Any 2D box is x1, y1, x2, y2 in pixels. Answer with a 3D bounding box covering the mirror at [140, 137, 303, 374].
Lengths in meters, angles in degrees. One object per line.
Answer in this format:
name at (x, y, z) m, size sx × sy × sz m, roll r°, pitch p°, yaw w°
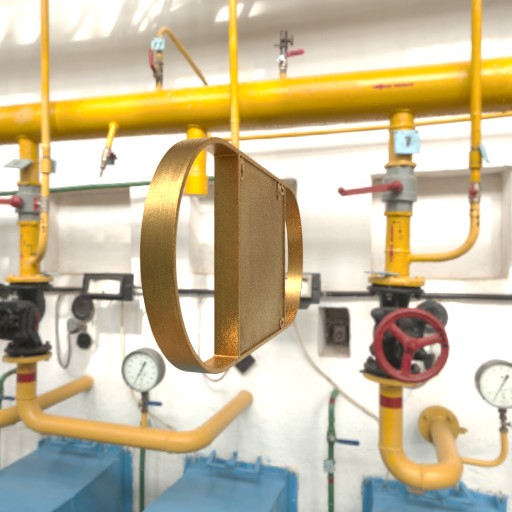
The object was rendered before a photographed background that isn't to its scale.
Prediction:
mirror at (0.000, 0.000, 0.650) m, size 0.032 × 0.254 × 0.584 m, roll 0°, pitch 0°, yaw 17°
